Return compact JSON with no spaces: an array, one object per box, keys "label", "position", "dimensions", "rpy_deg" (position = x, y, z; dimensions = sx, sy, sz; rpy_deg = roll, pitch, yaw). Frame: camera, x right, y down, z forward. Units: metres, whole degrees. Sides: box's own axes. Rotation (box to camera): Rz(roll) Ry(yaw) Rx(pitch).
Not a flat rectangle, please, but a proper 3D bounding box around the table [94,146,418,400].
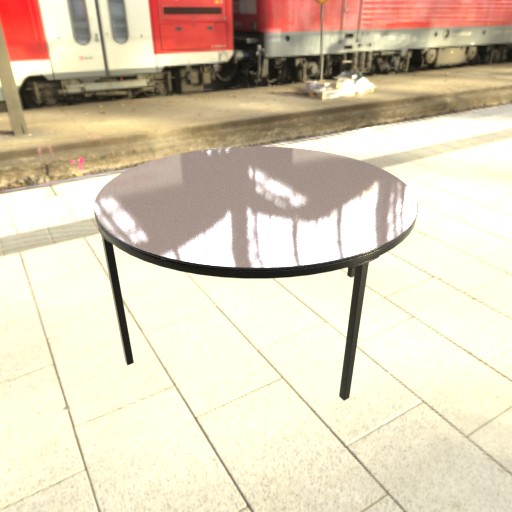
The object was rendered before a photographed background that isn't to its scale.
[{"label":"table","position":[0.000,0.000,1.242],"dimensions":[0.800,0.400,0.800],"rpy_deg":[0,29,0]}]
